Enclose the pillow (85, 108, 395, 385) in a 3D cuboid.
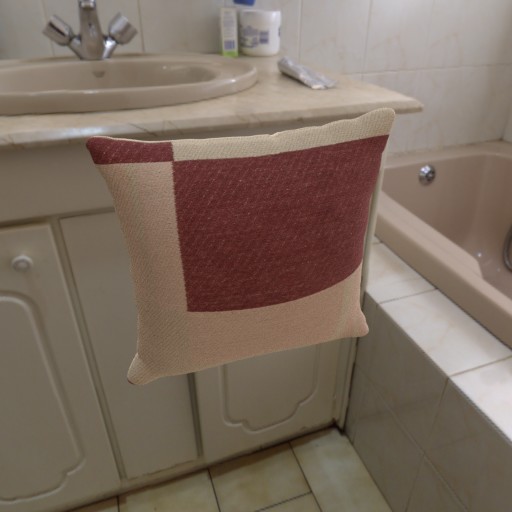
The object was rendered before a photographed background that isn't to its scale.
[{"bbox_3d":[0.000,0.000,0.828,0.536,0.506,0.229,-9,32,-14],"label":"pillow"}]
